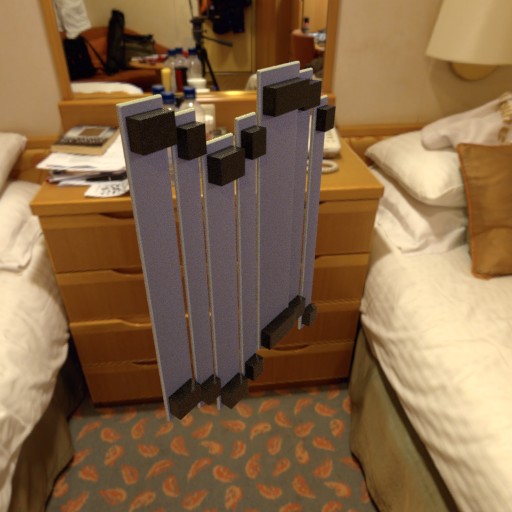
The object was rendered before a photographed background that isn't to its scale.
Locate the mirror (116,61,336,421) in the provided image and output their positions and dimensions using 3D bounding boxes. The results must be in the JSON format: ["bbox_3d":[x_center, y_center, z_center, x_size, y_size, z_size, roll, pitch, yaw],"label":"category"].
[{"bbox_3d":[0.000,0.000,0.782,0.058,0.611,0.445,21,38,30],"label":"mirror"}]
